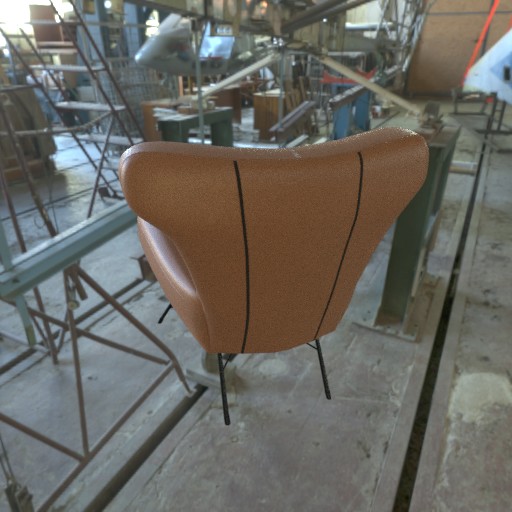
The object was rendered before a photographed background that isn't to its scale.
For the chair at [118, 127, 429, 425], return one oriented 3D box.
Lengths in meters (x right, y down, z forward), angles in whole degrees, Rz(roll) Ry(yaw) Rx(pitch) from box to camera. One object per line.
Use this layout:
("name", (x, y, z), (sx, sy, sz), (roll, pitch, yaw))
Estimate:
("chair", (0.000, 0.000, 1.791), (0.980, 1.050, 0.900), (-8, 27, -16))
